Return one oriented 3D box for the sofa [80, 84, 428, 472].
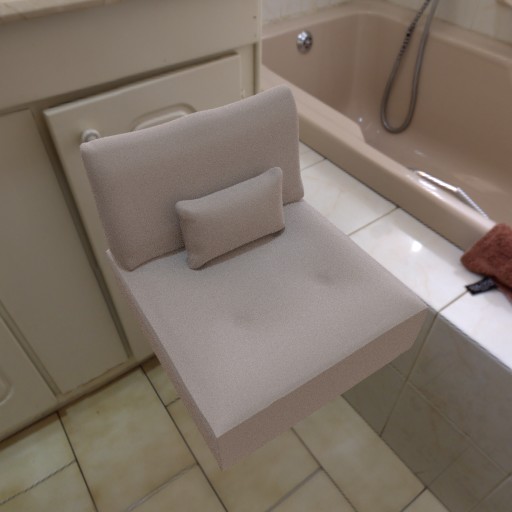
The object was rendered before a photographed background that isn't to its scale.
[{"bbox_3d":[0.000,0.000,1.722,0.935,0.828,1.000,-25,50,-23],"label":"sofa"}]
